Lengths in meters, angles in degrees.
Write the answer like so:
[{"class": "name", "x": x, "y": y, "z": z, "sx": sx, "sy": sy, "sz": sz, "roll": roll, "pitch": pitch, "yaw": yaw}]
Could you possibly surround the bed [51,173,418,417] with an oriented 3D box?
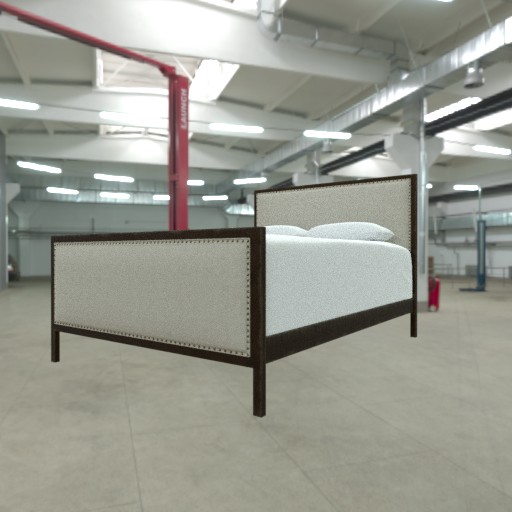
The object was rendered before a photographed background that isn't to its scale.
[{"class": "bed", "x": 0.000, "y": 0.000, "z": 3.150, "sx": 1.607, "sy": 1.313, "sz": 2.221, "roll": 0, "pitch": 0, "yaw": 36}]
